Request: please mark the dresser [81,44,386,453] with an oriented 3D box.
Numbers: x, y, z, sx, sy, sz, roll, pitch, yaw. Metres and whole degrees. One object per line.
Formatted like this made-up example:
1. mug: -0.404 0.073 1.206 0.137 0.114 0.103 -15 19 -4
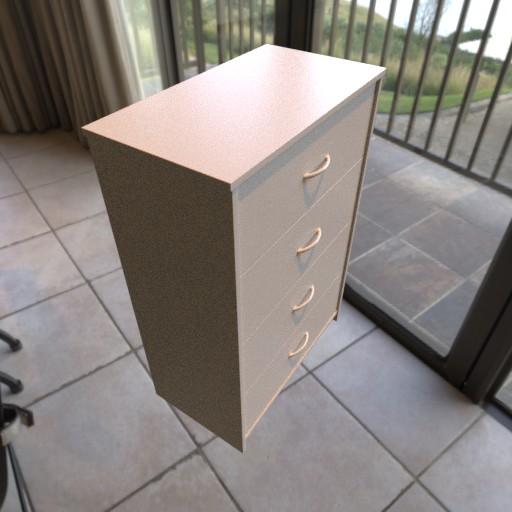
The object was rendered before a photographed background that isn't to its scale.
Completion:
1. dresser: 0.000 0.000 1.390 0.401 1.021 0.704 24 47 25
